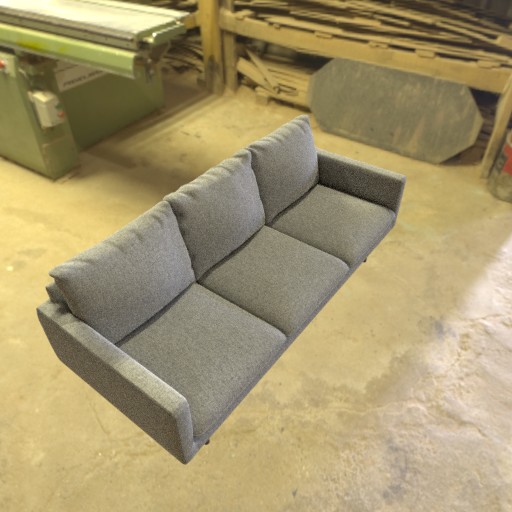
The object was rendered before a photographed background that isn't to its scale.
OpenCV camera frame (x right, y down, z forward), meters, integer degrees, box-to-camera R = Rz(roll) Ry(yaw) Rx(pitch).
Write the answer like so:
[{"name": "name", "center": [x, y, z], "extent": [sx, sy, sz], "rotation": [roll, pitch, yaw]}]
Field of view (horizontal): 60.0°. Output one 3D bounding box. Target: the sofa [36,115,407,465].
[{"name": "sofa", "center": [0.000, 0.000, 2.386], "extent": [0.850, 0.830, 2.000], "rotation": [26, 47, 27]}]
